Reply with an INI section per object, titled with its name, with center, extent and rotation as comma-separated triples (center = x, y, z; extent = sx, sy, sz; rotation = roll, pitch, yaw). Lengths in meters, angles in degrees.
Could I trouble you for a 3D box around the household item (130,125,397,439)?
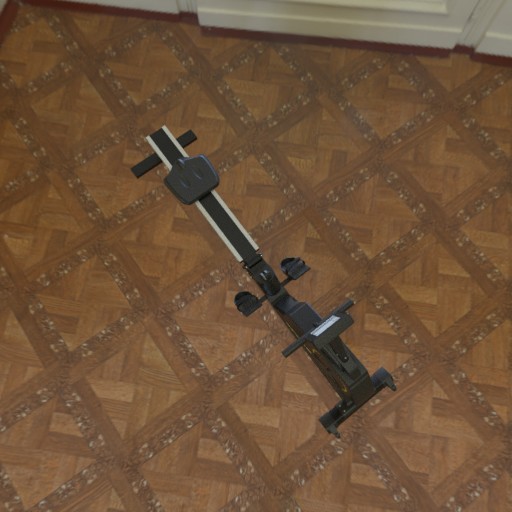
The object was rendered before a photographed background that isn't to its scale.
[household item]
center = 0.000, 0.000, 2.585
extent = 0.521, 0.810, 2.251
rotation = -36, 77, -9
